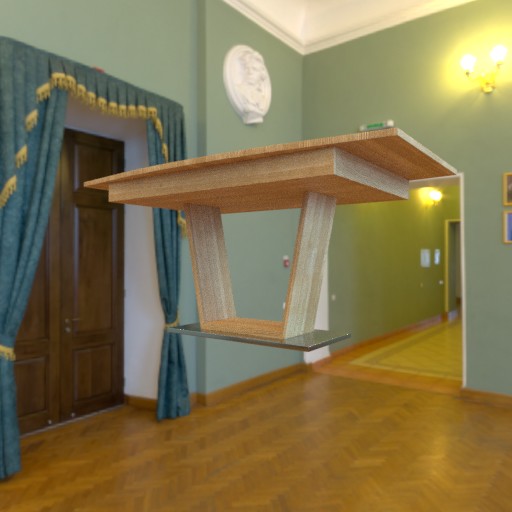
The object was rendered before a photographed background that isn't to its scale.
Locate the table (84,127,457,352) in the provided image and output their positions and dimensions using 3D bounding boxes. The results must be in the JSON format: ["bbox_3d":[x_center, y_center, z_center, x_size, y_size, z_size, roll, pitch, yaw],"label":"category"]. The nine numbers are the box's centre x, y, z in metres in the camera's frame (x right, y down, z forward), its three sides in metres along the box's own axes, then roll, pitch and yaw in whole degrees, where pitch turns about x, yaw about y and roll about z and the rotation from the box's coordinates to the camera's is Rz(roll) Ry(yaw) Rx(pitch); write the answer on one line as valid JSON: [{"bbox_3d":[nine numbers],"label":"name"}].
[{"bbox_3d":[0.000,0.000,2.084,1.598,0.748,0.900,0,0,36],"label":"table"}]
